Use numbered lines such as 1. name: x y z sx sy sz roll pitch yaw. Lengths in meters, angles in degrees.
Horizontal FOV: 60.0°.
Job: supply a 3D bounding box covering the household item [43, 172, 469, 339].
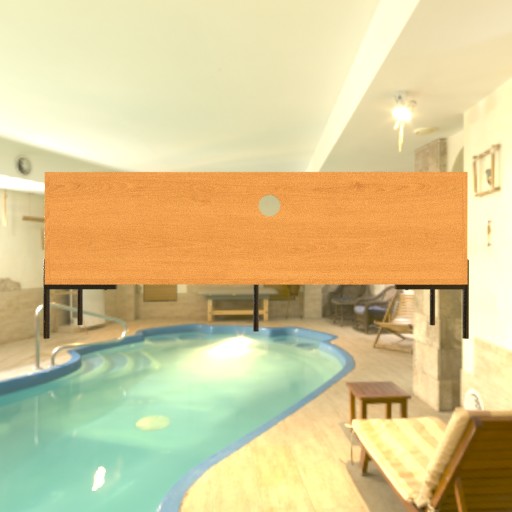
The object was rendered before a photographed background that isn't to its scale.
1. household item: 0.000 0.000 1.778 1.550 0.600 0.400 0 0 0
